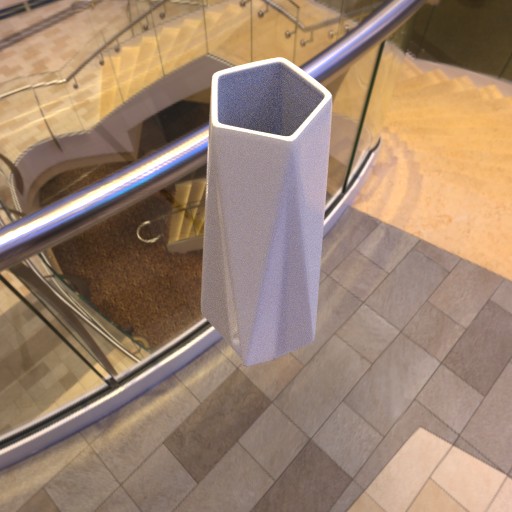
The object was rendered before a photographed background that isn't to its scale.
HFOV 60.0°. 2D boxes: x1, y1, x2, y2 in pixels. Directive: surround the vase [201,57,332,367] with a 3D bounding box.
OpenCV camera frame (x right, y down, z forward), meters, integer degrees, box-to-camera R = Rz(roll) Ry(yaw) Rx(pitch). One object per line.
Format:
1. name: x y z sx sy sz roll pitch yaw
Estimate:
1. vase: 0.000 0.000 0.378 0.116 0.329 0.122 -2 59 -1
